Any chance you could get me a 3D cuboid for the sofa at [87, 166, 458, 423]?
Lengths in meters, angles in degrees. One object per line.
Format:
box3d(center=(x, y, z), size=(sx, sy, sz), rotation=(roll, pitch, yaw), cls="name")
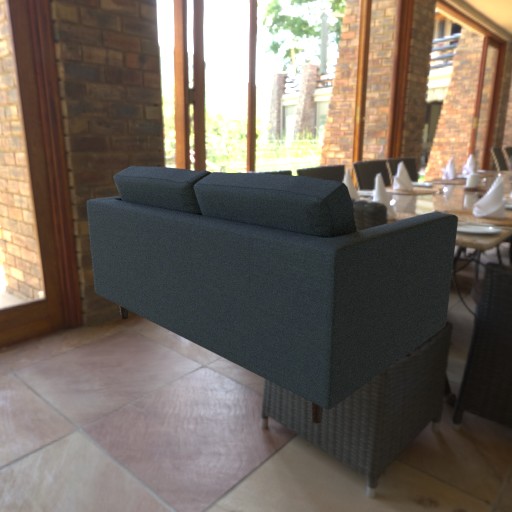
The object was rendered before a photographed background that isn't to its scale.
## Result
box3d(center=(0.000, 0.000, 2.295), size=(1.659, 0.907, 0.999), rotation=(14, 20, 43), cls="sofa")
